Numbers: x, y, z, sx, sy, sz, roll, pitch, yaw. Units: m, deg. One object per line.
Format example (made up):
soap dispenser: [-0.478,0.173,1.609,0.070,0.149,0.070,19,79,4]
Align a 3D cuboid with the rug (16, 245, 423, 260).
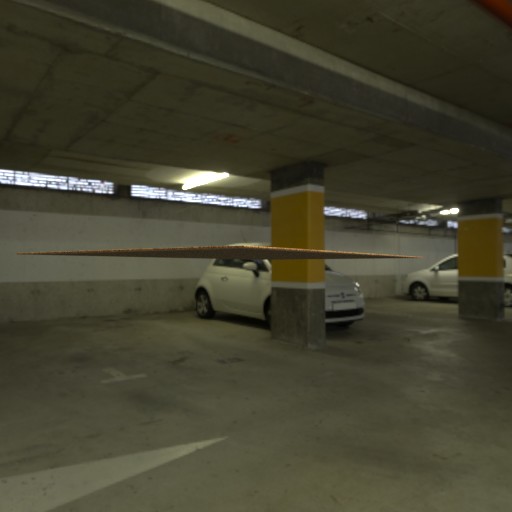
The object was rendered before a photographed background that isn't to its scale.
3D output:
rug: [0.000,0.000,2.181,1.143,0.006,1.747,-1,-2,35]
